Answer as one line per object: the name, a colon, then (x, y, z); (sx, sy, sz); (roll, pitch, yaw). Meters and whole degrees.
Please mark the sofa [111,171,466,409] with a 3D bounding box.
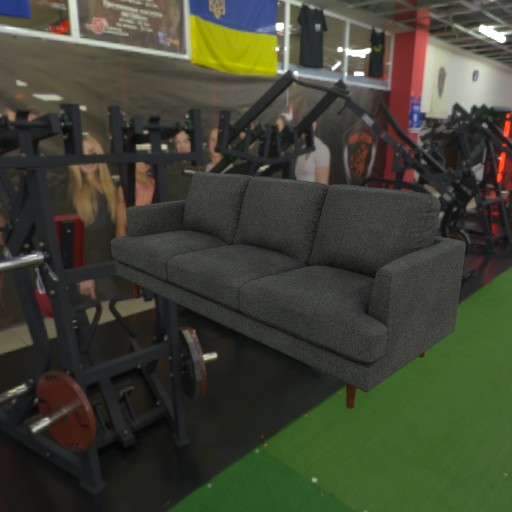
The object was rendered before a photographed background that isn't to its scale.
sofa: (0.000, 0.000, 2.807); (0.903, 0.930, 2.246); (-14, 21, -42)
